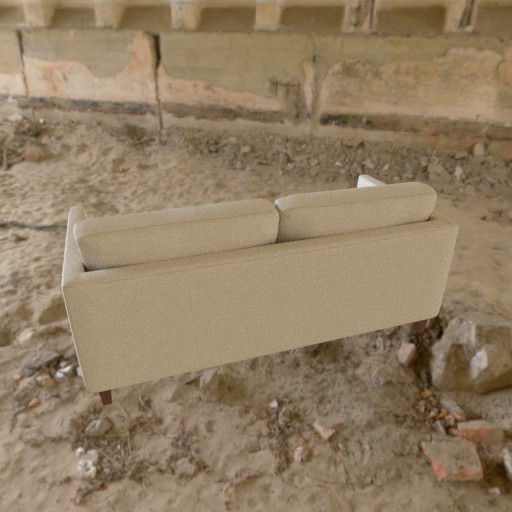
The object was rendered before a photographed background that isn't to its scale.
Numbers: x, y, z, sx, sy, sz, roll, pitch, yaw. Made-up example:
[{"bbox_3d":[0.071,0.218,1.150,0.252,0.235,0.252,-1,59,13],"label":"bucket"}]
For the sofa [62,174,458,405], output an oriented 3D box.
[{"bbox_3d":[0.000,0.000,2.564,1.981,0.889,0.965,-9,29,-16],"label":"sofa"}]
